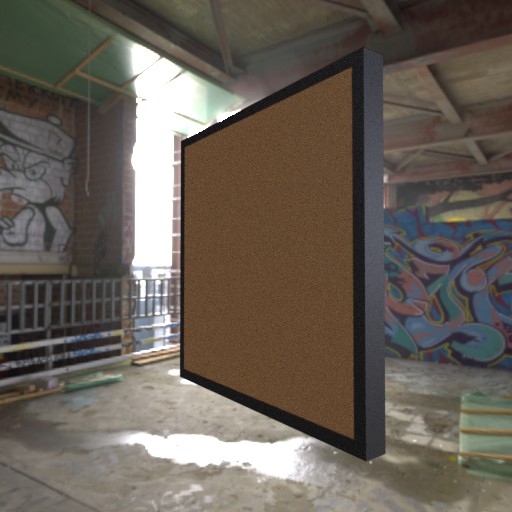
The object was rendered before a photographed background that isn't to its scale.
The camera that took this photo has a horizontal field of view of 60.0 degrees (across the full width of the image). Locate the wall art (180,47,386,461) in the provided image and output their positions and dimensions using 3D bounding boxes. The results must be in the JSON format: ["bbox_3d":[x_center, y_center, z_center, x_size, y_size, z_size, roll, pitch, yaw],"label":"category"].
[{"bbox_3d":[0.000,0.000,0.756,0.037,0.506,0.506,1,-2,-36],"label":"wall art"}]
